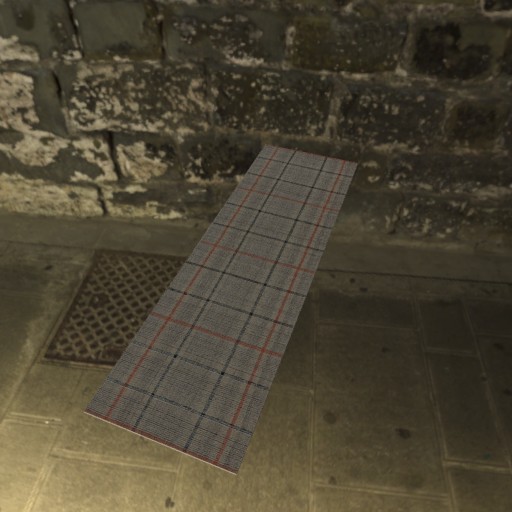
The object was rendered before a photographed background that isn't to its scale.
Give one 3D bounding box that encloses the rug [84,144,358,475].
[{"bbox_3d":[0.000,0.000,2.737,0.762,0.008,2.439,15,48,14],"label":"rug"}]
